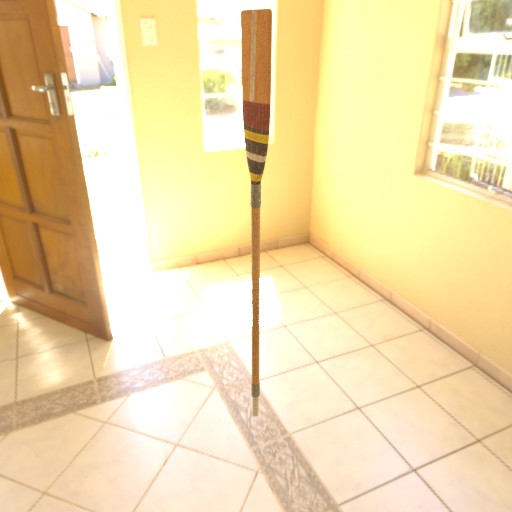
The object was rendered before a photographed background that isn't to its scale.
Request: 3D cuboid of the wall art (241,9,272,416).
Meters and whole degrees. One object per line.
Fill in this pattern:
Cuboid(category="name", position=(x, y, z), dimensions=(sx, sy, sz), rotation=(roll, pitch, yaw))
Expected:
Cuboid(category="wall art", position=(0.000, 0.000, 1.598), dimensions=(0.038, 1.556, 0.146), rotation=(-17, 31, -30))
